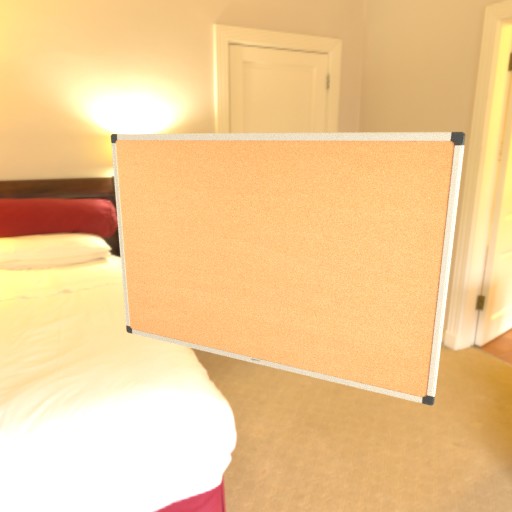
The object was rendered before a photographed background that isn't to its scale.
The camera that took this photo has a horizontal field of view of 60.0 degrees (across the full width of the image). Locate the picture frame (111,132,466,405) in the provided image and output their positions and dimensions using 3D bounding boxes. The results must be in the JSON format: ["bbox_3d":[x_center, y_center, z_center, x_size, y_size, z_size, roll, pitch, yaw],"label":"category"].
[{"bbox_3d":[0.000,0.000,1.121,0.900,0.600,0.010,7,16,25],"label":"picture frame"}]
